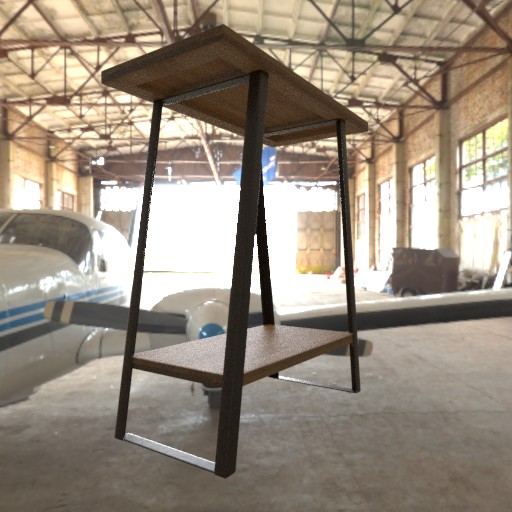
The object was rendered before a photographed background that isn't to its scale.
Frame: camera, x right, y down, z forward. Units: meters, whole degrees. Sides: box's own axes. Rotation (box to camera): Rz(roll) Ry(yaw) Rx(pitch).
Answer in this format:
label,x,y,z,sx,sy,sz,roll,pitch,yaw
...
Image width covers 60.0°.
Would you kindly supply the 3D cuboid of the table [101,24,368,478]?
label,x,y,z,sx,sy,sz,roll,pitch,yaw
table,0.000,0.000,0.999,0.300,0.701,0.599,0,0,35
